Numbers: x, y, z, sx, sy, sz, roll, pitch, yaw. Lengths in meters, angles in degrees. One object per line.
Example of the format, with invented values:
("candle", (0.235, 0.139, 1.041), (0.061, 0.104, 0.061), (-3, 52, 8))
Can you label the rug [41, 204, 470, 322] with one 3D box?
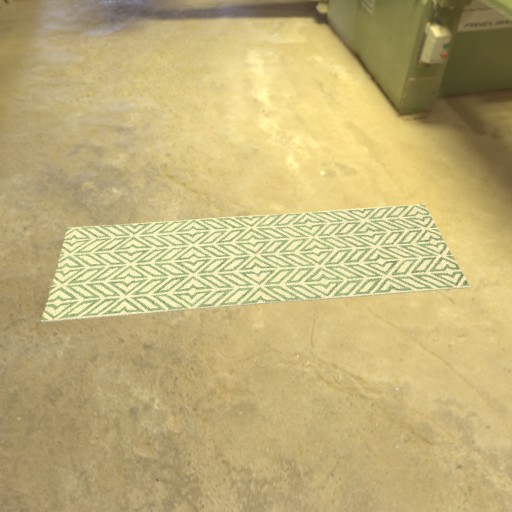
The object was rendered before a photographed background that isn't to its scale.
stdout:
("rug", (0.000, 0.000, 2.752), (2.435, 0.009, 0.750), (-4, 47, -4))
